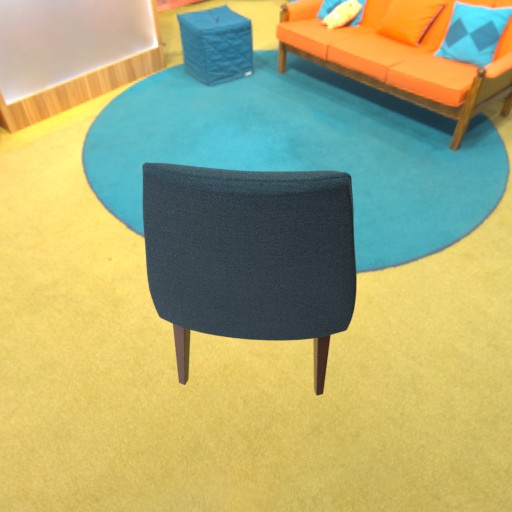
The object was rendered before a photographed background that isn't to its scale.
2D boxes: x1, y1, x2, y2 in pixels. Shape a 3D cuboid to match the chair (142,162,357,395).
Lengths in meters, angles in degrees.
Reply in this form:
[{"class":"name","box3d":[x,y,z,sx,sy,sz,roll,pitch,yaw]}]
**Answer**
[{"class":"chair","box3d":[0.000,0.000,1.197,0.529,0.861,0.544,3,45,3]}]
